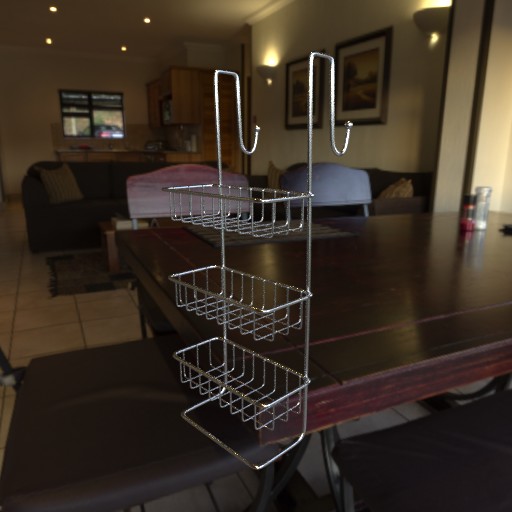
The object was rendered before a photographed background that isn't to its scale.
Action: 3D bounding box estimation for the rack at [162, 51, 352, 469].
[{"bbox_3d":[0.000,0.000,0.699,0.202,0.574,0.228,-13,19,-43],"label":"rack"}]
